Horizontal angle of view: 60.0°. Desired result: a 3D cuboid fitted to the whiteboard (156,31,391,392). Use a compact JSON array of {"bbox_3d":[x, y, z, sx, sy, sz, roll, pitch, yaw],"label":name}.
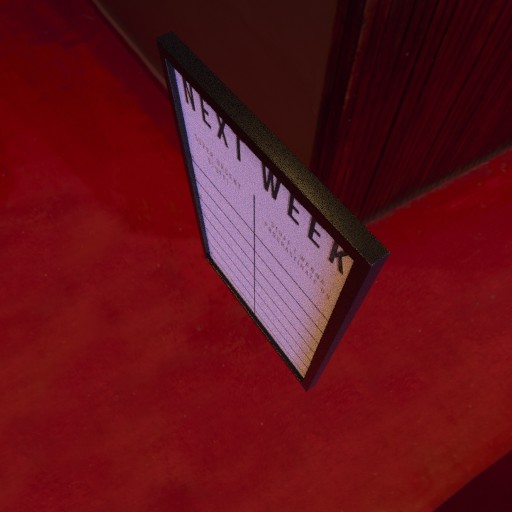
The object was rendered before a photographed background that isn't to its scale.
[{"bbox_3d":[0.000,0.000,0.767,0.026,0.611,0.406,-33,67,-16],"label":"whiteboard"}]
